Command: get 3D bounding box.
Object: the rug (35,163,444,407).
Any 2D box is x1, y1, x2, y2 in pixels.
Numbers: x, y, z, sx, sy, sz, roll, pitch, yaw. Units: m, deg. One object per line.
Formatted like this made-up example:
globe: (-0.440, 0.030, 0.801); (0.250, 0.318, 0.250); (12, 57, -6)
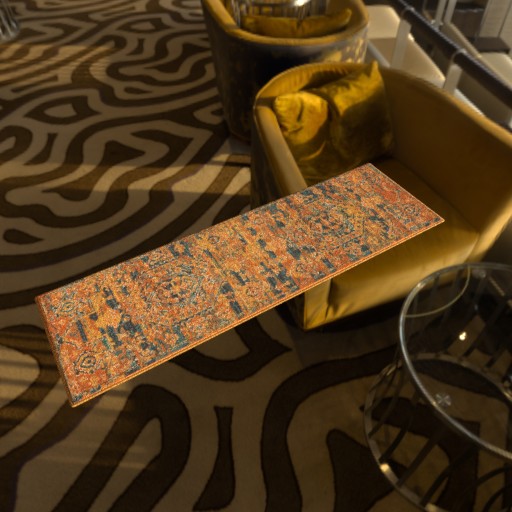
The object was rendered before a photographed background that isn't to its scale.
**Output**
rug: (0.000, 0.000, 2.001); (1.820, 0.013, 0.556); (-24, 52, -21)
